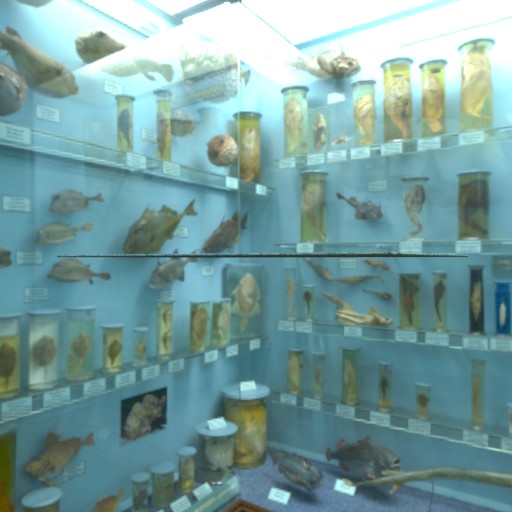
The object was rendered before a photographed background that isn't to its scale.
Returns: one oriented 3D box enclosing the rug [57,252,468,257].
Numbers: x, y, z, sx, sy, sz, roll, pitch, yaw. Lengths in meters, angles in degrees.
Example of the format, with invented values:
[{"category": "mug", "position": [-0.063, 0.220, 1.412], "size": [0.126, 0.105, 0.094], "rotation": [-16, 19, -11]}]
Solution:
[{"category": "rug", "position": [0.000, 0.000, 3.087], "size": [2.438, 0.015, 1.524], "rotation": [0, 0, 36]}]
